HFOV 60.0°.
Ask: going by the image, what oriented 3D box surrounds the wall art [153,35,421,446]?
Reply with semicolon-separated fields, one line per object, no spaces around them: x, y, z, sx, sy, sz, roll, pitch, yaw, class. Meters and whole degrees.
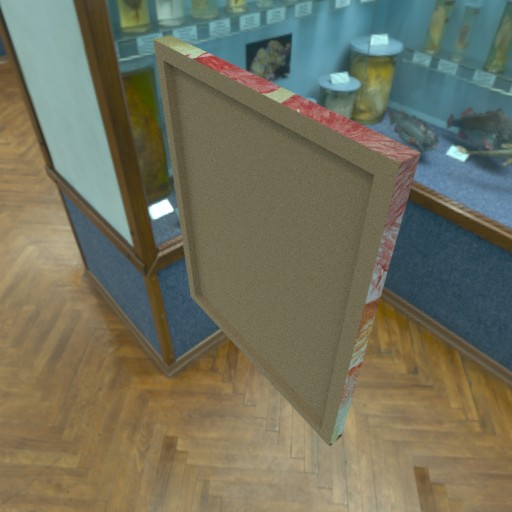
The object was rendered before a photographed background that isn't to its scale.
0.000;0.000;0.650;0.028;0.508;0.406;-28;49;-27;wall art
